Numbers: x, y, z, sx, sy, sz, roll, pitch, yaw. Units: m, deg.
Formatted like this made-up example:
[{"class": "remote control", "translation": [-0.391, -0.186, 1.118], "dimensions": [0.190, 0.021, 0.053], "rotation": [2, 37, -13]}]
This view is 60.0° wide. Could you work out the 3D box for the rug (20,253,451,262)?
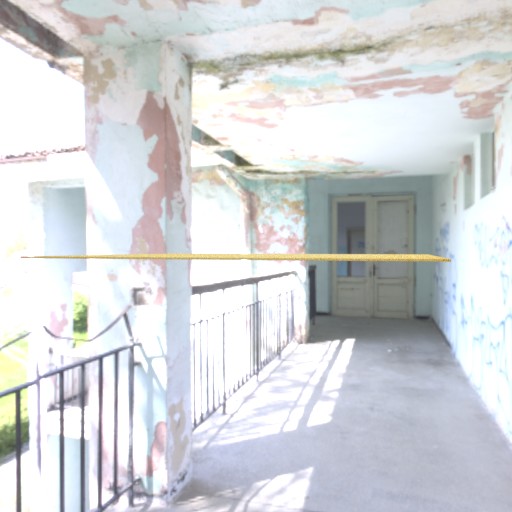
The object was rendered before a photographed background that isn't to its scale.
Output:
[{"class": "rug", "translation": [0.000, 0.000, 4.300], "dimensions": [3.242, 0.015, 2.486], "rotation": [0, 1, 18]}]
